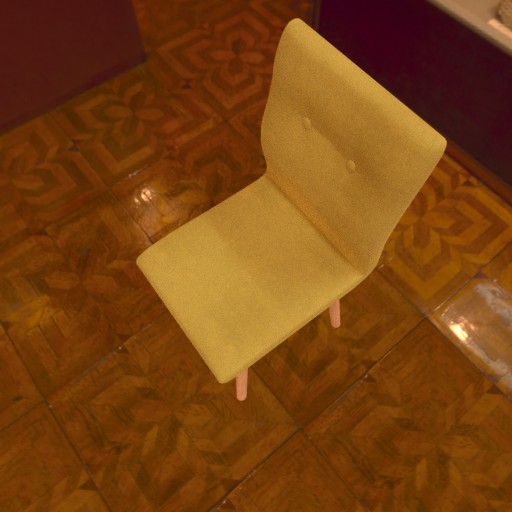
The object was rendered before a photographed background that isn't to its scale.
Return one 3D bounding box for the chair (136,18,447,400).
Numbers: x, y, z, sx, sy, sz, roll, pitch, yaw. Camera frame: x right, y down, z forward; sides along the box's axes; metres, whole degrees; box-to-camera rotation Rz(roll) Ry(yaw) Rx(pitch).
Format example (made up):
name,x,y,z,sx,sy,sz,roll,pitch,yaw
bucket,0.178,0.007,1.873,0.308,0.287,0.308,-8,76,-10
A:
name,x,y,z,sx,sy,sz,roll,pitch,yaw
chair,0.000,0.000,1.232,0.550,0.965,0.450,-34,68,-16
